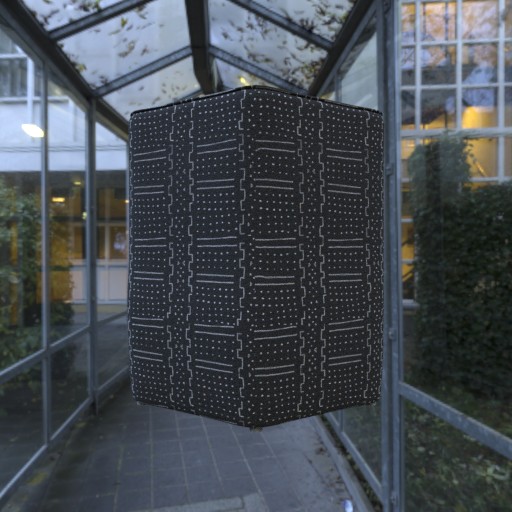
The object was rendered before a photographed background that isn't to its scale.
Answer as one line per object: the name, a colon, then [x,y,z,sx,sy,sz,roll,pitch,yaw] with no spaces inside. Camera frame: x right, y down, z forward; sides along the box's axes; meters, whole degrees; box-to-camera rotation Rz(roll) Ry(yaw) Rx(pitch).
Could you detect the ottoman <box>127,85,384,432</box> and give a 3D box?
ottoman: [0.000,0.000,0.863,0.443,0.502,0.494,0,0,0]
